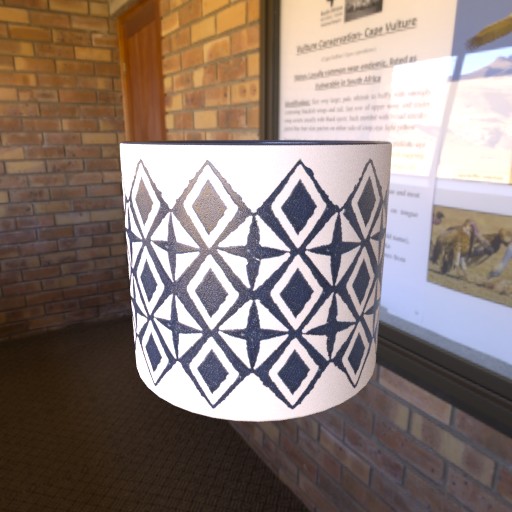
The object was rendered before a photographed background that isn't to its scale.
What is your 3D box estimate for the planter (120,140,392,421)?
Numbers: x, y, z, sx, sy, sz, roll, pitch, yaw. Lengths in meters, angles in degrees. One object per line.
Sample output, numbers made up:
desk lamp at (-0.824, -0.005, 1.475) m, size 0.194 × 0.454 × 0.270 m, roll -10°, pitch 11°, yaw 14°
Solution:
planter at (0.000, 0.000, 0.328) m, size 0.182 × 0.165 × 0.182 m, roll 0°, pitch 15°, yaw 0°
